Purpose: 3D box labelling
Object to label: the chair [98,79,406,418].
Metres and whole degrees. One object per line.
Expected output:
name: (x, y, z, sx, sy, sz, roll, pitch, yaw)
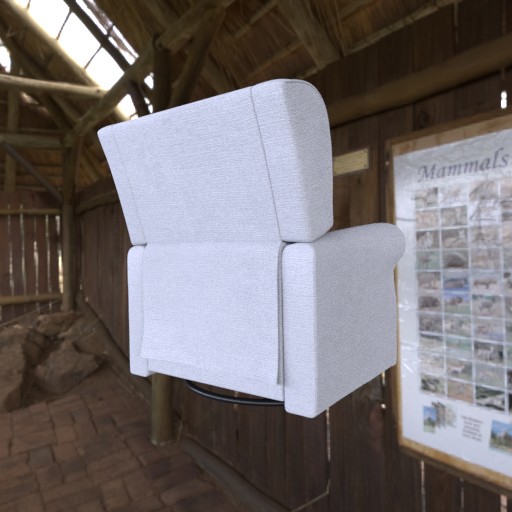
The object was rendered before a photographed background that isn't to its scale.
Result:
chair: (0.000, 0.000, 1.674, 0.906, 0.966, 0.854, 0, 0, 36)
